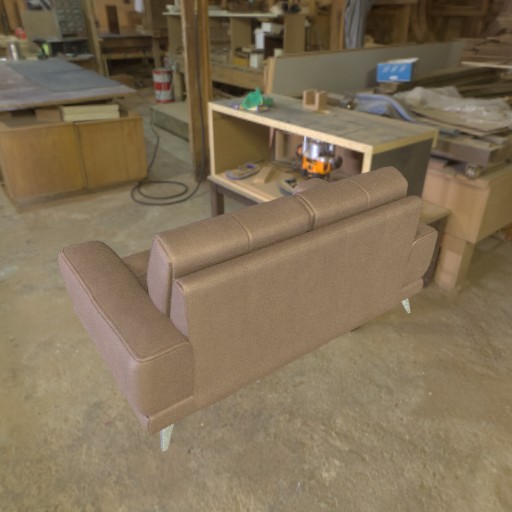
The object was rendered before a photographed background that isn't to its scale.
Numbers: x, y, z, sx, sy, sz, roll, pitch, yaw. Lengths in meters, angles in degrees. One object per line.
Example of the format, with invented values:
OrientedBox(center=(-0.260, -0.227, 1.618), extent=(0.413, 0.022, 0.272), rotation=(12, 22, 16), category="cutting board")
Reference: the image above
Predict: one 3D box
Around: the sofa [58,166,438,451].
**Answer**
OrientedBox(center=(0.000, 0.000, 2.377), extent=(1.806, 0.907, 1.018), rotation=(-20, 36, -30), category="sofa")
